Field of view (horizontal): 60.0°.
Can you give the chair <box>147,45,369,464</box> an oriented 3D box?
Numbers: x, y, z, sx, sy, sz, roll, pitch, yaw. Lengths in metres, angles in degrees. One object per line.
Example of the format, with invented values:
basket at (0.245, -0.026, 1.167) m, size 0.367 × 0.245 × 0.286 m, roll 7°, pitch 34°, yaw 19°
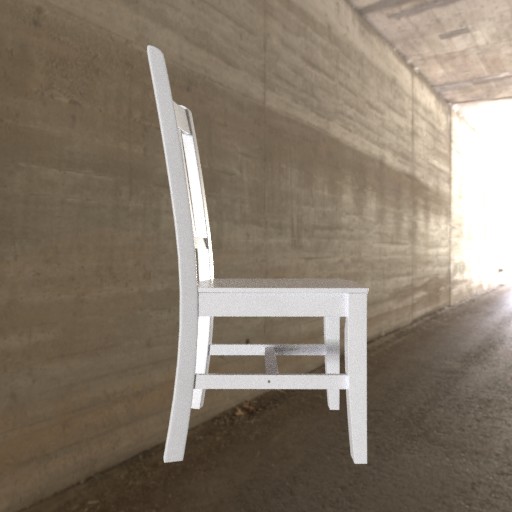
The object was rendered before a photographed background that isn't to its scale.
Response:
chair at (0.000, 0.000, 1.269) m, size 0.555 × 0.998 × 0.450 m, roll 0°, pitch 0°, yaw 0°
